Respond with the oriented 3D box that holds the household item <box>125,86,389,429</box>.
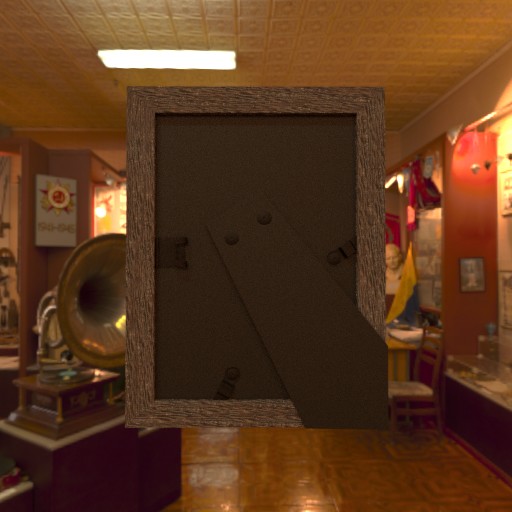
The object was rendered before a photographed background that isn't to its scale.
[{"bbox_3d":[0.000,0.000,0.279,0.160,0.210,0.020,0,-1,0],"label":"household item"}]
